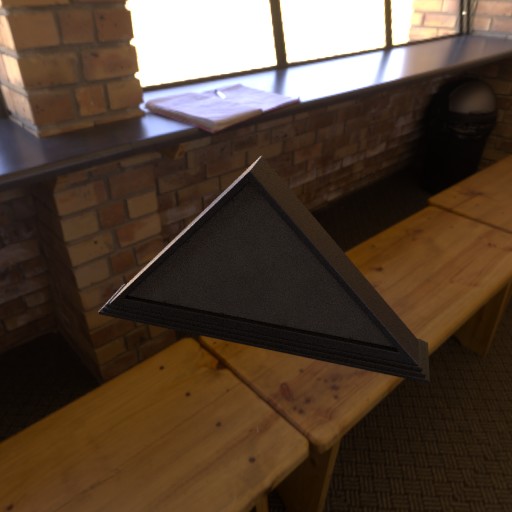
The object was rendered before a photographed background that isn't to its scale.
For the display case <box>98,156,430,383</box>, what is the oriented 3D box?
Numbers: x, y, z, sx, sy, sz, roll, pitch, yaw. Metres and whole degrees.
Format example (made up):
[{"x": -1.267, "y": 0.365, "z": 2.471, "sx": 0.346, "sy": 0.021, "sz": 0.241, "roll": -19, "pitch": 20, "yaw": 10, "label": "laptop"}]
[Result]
[{"x": 0.000, "y": 0.000, "z": 0.774, "sx": 0.640, "sy": 0.340, "sz": 0.095, "roll": 9, "pitch": 34, "yaw": 14, "label": "display case"}]
